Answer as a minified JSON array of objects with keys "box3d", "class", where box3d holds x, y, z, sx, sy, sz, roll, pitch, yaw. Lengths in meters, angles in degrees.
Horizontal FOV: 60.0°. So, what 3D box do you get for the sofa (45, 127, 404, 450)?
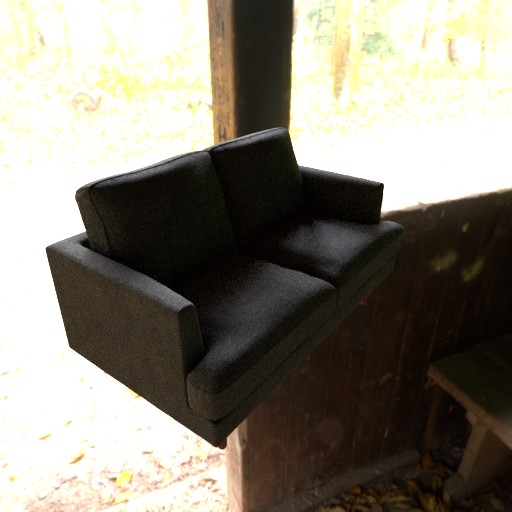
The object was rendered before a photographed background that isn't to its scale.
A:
[{"box3d":[0.000,0.000,2.120,0.903,0.956,1.582,19,33,32],"class":"sofa"}]
